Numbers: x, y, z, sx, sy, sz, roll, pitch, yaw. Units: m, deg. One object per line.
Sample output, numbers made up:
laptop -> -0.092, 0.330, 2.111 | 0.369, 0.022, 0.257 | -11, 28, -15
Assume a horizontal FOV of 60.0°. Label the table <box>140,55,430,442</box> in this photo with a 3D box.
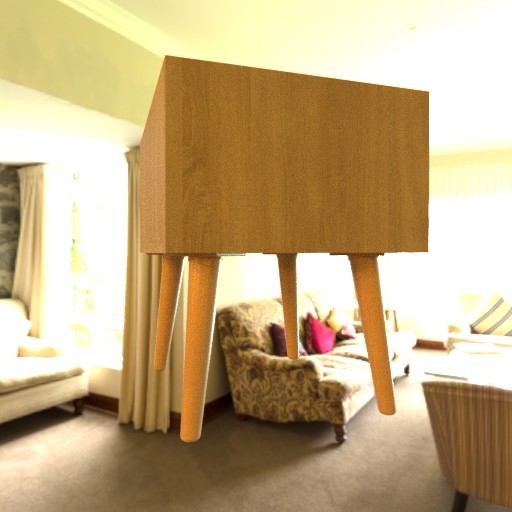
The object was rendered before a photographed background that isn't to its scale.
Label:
table -> 0.000, 0.000, 0.786 | 0.370, 0.470, 0.450 | 0, 1, -18
